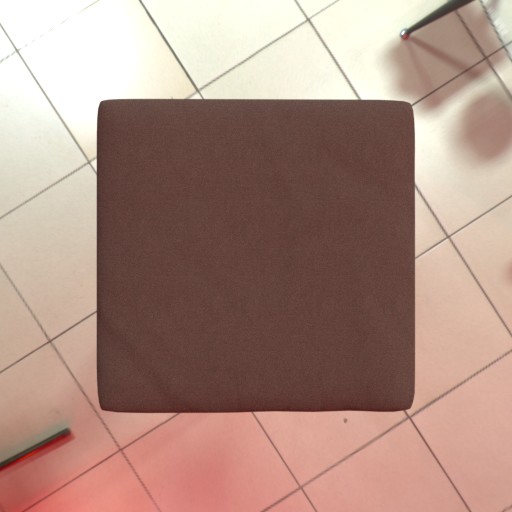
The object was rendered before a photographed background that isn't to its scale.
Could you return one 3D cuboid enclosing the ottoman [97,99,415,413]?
[{"bbox_3d":[0.000,0.000,1.797,1.181,0.470,1.181,0,90,-1],"label":"ottoman"}]
